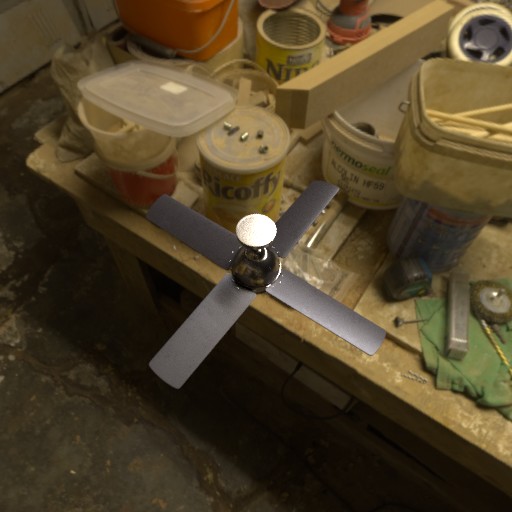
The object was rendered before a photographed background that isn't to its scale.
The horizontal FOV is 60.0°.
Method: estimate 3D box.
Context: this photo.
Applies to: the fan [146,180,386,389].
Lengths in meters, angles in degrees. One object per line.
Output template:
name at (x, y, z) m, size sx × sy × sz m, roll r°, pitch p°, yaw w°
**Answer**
fan at (0.000, 0.000, 2.037) m, size 1.332 × 0.403 × 1.332 m, roll 31°, pitch 62°, yaw 19°
